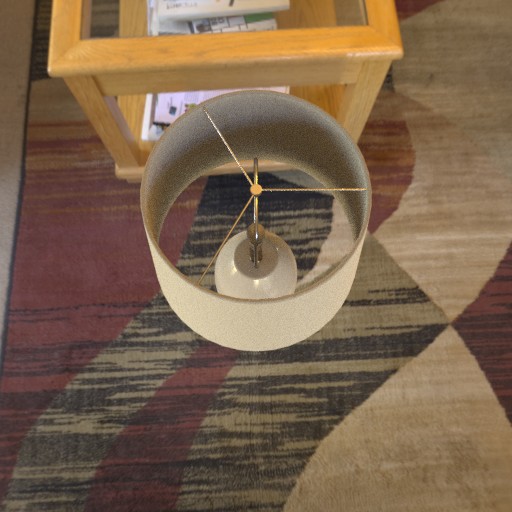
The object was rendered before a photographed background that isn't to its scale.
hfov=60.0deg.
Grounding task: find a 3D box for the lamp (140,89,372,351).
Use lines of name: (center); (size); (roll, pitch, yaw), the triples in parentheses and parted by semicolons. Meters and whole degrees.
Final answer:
lamp: (0.000, 0.000, 0.665); (0.285, 0.483, 0.285); (0, 74, 0)
